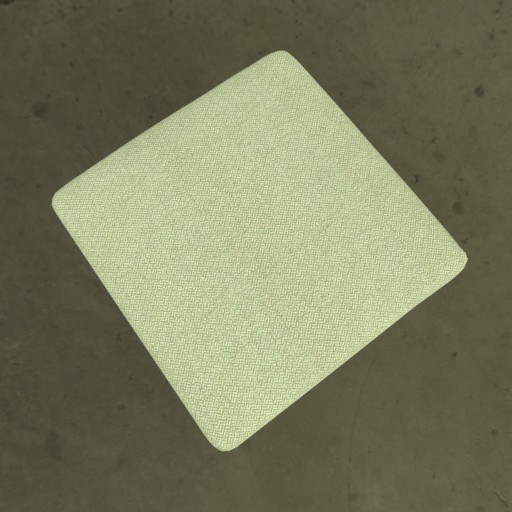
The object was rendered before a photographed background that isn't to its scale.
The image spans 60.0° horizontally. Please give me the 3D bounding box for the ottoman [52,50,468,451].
[{"bbox_3d":[0.000,0.000,0.917,0.512,0.453,0.521,-36,79,-8],"label":"ottoman"}]
